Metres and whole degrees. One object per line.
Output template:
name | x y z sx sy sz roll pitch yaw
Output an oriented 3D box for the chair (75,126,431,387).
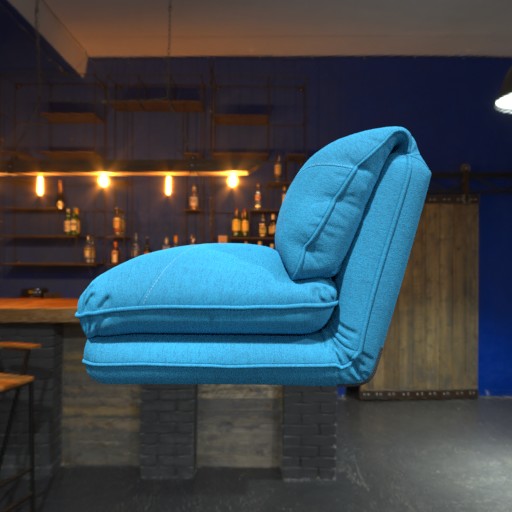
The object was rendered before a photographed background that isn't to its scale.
chair | 0.000 0.000 1.332 0.780 0.580 0.820 0 0 2
